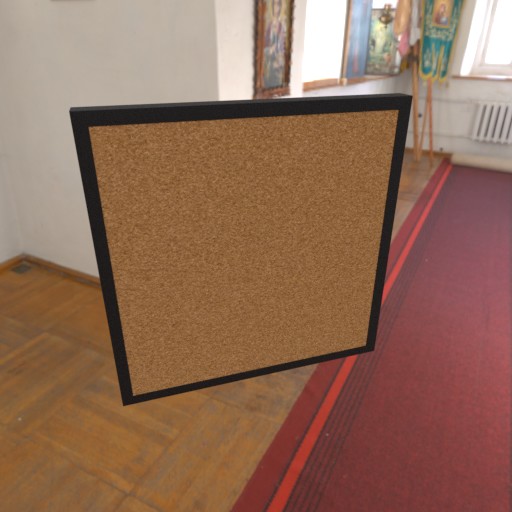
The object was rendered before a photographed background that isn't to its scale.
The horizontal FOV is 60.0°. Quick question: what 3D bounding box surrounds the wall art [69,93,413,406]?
[{"bbox_3d":[0.000,0.000,0.756,0.506,0.503,0.036,-8,28,-16],"label":"wall art"}]
